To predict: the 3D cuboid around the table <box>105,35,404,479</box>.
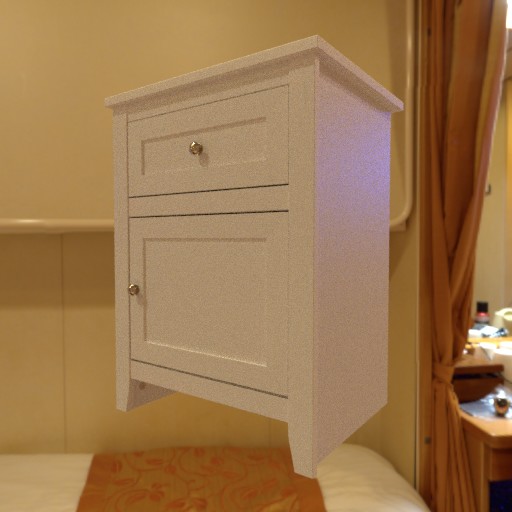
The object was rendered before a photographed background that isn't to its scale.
[{"bbox_3d":[0.000,0.000,0.917,0.480,0.635,0.381,2,3,36],"label":"table"}]
